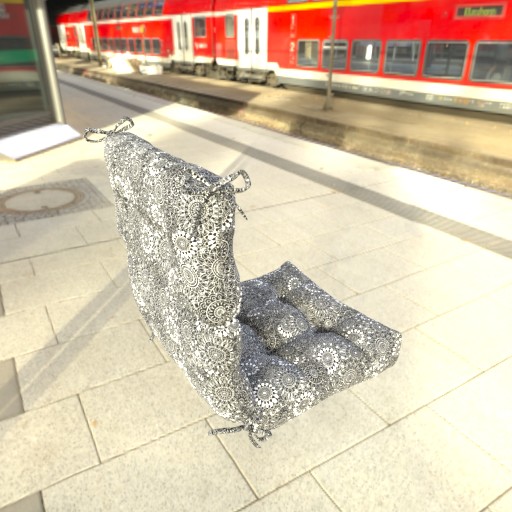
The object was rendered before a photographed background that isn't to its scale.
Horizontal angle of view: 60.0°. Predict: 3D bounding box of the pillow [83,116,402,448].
[{"bbox_3d":[0.000,0.000,1.027,0.571,0.605,0.519,-16,31,-30],"label":"pillow"}]
